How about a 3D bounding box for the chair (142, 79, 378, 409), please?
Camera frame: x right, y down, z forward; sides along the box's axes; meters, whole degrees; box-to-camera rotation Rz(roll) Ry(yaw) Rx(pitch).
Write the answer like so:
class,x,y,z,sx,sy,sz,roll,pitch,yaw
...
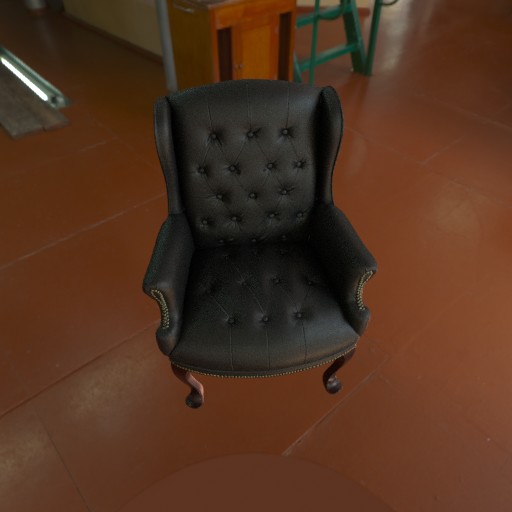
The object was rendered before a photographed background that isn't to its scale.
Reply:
class,x,y,z,sx,sy,sz,roll,pitch,yaw
chair,0.000,0.000,1.762,0.831,1.133,0.822,-5,45,-5
